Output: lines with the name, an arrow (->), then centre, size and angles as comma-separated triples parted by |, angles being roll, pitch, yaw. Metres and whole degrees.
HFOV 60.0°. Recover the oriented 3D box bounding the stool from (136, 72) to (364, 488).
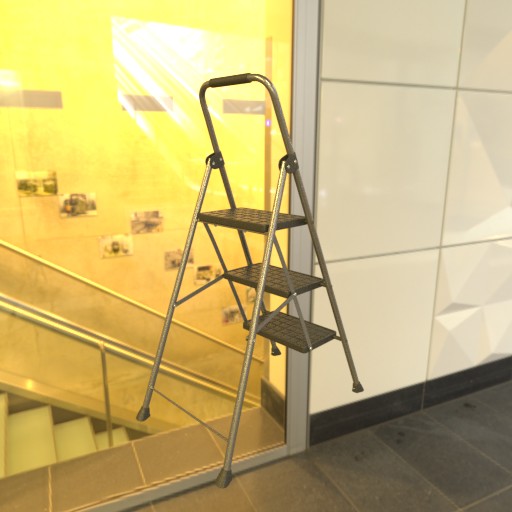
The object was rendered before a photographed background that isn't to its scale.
stool -> 0.000, 0.000, 1.500 | 0.733, 1.121, 0.473 | -14, 20, -43
